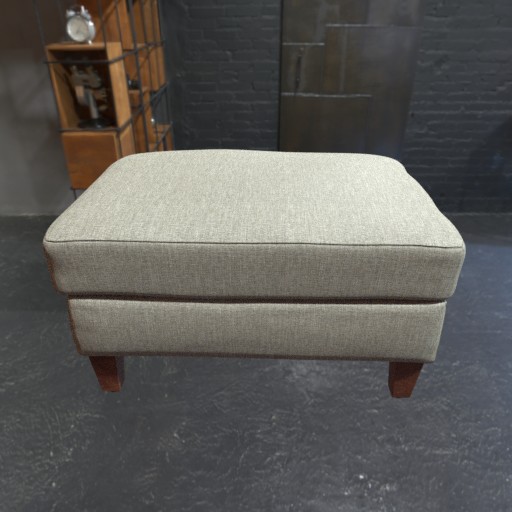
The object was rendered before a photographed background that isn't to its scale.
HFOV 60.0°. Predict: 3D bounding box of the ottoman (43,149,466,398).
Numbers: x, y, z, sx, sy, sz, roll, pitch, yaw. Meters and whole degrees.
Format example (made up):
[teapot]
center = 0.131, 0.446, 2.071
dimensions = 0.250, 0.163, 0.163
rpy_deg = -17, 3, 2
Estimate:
[ottoman]
center = 0.000, 0.000, 1.232
dimensions = 0.873, 0.494, 0.639
rpy_deg = 1, 29, 1
